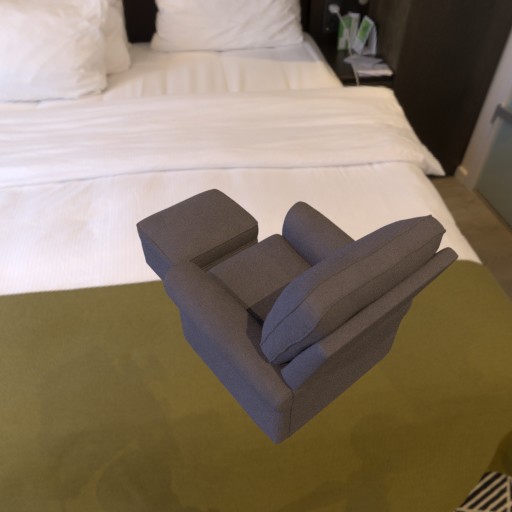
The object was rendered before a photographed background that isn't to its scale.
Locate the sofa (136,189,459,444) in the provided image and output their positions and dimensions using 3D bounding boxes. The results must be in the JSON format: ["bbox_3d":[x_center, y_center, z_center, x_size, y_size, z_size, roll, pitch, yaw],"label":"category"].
[{"bbox_3d":[0.000,0.000,2.079,0.880,0.959,1.478,-29,51,-27],"label":"sofa"}]
